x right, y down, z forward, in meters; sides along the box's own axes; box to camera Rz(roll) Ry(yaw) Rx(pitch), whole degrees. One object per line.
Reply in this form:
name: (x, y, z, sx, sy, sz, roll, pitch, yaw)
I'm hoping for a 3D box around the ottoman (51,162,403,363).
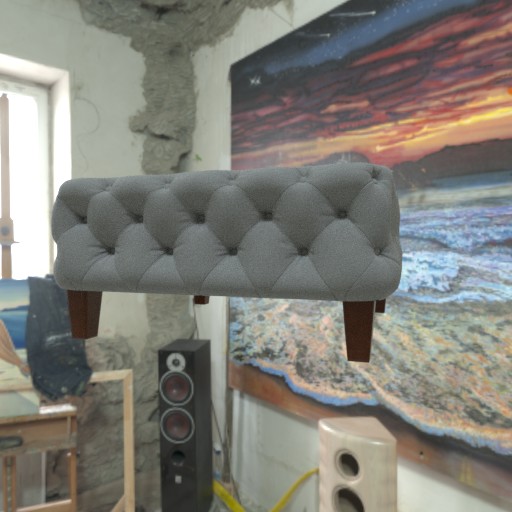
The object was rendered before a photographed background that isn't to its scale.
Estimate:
ottoman: (0.000, 0.000, 1.451, 0.911, 0.439, 0.917, 0, 1, 19)
